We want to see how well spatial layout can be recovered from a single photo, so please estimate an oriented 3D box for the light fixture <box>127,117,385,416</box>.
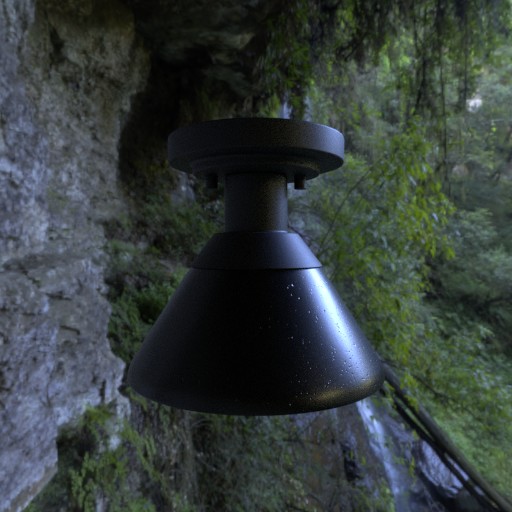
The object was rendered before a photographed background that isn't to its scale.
[{"bbox_3d":[0.000,0.000,0.358,0.200,0.183,0.200,0,1,0],"label":"light fixture"}]
